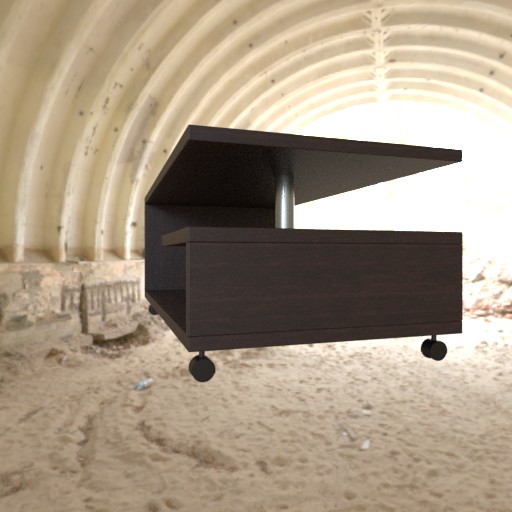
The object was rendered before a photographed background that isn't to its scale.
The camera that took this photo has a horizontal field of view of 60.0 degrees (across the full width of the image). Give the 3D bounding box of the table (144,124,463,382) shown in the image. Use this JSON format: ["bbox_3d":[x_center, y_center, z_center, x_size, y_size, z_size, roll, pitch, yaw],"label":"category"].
[{"bbox_3d":[0.000,0.000,1.357,0.590,0.460,1.050,0,0,-18],"label":"table"}]
